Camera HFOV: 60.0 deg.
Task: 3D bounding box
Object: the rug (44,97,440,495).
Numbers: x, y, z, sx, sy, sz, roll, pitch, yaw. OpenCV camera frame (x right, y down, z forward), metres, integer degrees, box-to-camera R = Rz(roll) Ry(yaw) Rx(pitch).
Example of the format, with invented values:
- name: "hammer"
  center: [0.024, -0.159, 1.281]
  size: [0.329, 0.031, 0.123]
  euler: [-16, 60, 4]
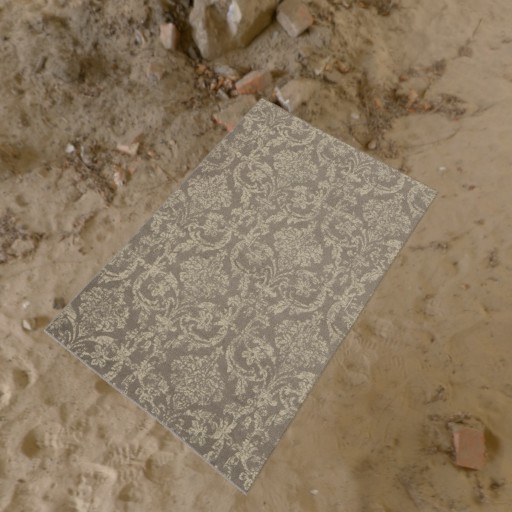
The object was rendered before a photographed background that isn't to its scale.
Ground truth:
- name: "rug"
  center: [0.000, 0.000, 3.452]
  size: [1.819, 0.018, 2.746]
  euler: [33, 69, 14]
